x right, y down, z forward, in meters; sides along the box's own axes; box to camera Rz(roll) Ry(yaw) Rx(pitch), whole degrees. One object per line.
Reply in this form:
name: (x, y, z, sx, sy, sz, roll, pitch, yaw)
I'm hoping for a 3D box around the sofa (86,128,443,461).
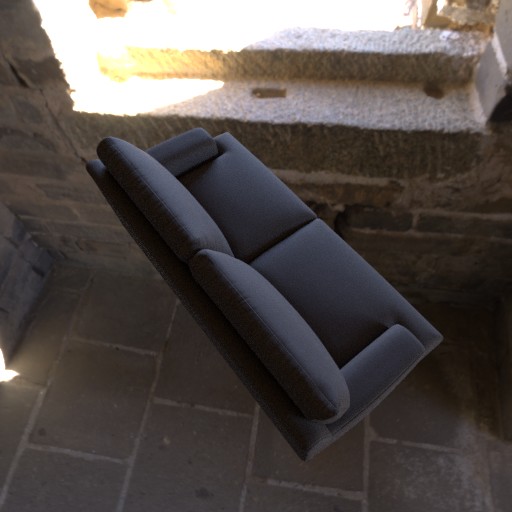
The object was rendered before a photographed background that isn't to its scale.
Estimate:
sofa: (0.000, 0.000, 2.853, 1.140, 0.950, 2.271, -34, 64, -19)
